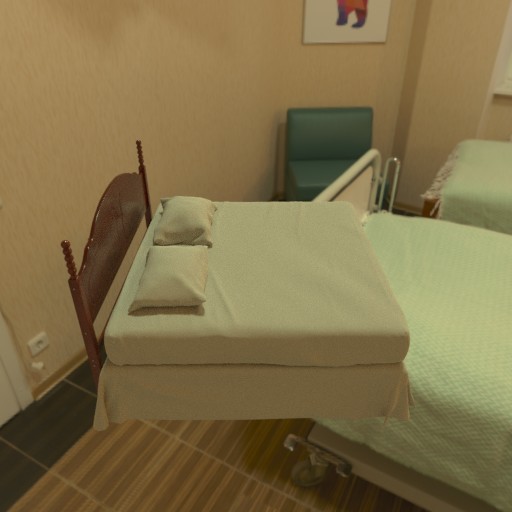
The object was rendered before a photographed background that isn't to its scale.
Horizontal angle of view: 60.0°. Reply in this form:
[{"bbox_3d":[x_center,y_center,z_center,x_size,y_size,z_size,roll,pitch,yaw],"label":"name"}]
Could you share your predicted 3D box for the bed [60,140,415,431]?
[{"bbox_3d":[0.000,0.000,3.615,2.219,1.355,2.322,0,32,0],"label":"bed"}]
